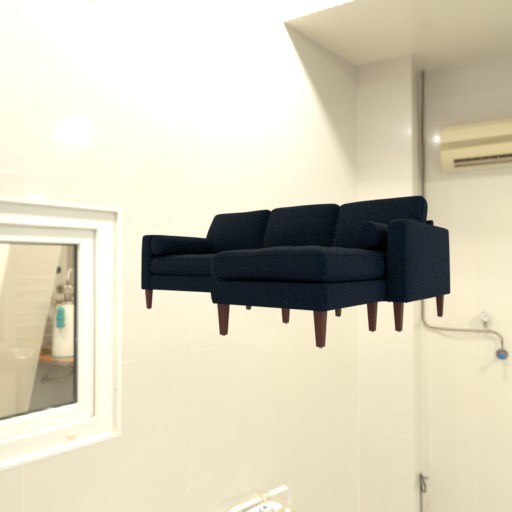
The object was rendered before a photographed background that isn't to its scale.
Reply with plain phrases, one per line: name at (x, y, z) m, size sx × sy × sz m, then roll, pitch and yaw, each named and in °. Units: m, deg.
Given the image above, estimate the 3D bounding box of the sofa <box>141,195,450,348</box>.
sofa at (0.000, 0.000, 3.063) m, size 2.185 × 0.841 × 1.613 m, roll -1°, pitch -1°, yaw 37°
